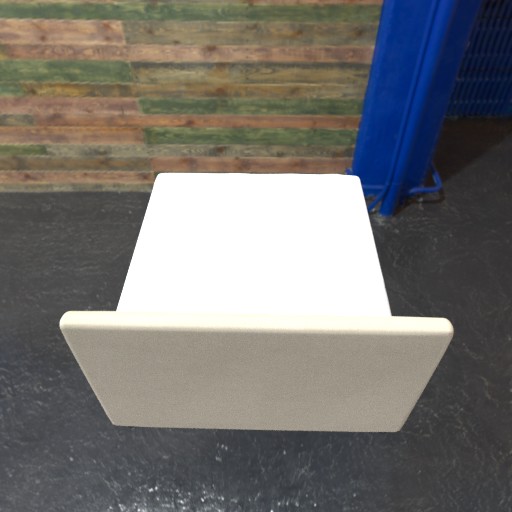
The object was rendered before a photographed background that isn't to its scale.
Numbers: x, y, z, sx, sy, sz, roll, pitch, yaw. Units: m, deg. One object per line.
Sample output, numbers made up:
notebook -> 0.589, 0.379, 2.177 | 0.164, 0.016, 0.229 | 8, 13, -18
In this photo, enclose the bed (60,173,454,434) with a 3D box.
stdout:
bed -> 0.000, 0.000, 3.503 | 2.119, 1.317, 2.319 | 1, 46, 1
